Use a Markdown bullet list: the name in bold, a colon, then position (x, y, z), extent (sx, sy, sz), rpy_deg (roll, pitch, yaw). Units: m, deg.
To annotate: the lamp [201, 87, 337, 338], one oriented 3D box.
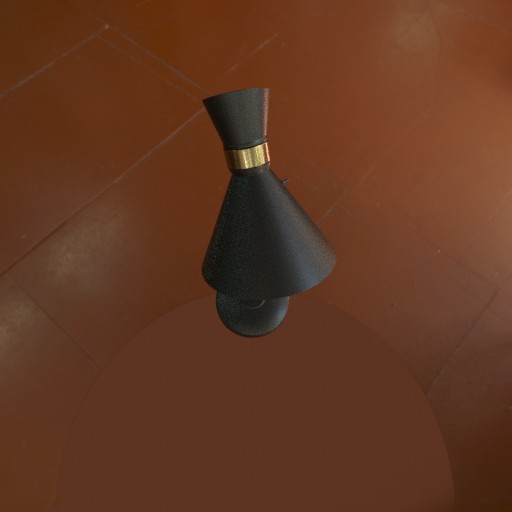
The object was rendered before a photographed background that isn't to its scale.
- **lamp**: position (0.000, 0.000, 0.763), extent (0.189, 0.647, 0.292), rpy_deg (-13, 65, -6)
